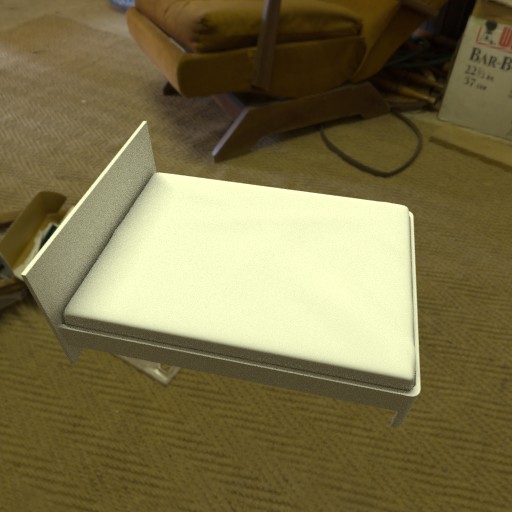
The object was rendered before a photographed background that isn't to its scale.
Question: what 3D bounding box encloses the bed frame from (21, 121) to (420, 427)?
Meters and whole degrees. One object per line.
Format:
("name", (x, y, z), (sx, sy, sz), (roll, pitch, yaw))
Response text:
("bed frame", (0.000, 0.000, 2.745), (1.950, 0.800, 1.490), (9, 46, 9))
